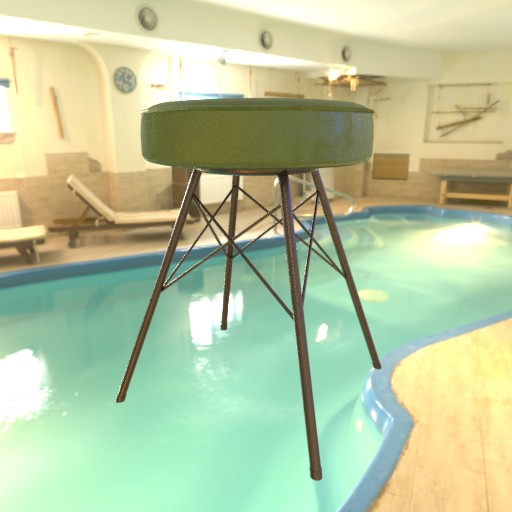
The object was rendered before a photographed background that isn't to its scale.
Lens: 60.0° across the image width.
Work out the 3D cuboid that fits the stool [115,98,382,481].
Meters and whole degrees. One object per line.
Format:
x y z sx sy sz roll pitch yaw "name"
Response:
0.000 0.000 0.907 0.457 0.595 0.430 9 18 28 "stool"
